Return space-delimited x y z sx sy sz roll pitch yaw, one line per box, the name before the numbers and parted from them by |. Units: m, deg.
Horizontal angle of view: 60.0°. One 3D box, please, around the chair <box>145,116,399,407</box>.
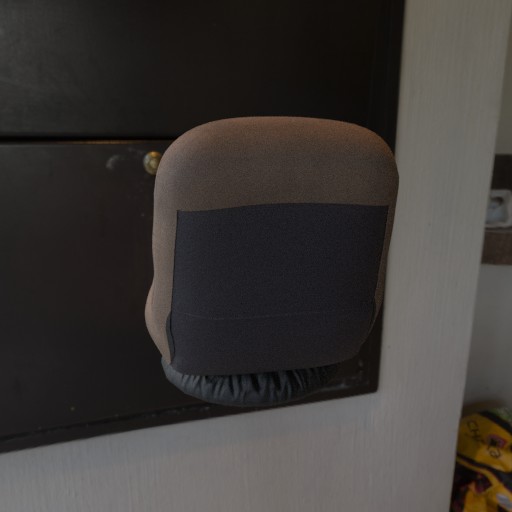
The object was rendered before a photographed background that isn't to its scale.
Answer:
chair | 0.000 0.000 1.031 0.521 0.594 0.597 -3 14 -11
